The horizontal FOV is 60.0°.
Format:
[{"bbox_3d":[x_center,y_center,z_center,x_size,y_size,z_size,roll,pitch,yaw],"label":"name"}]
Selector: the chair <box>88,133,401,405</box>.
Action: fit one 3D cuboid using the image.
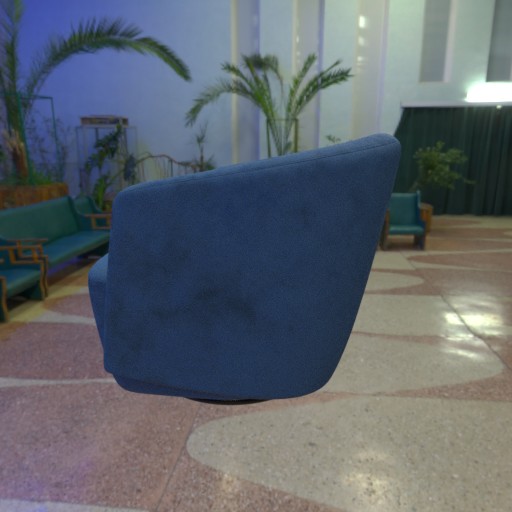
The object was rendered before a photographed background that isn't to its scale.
[{"bbox_3d":[0.000,0.000,1.314,0.767,0.698,0.773,2,14,9],"label":"chair"}]
